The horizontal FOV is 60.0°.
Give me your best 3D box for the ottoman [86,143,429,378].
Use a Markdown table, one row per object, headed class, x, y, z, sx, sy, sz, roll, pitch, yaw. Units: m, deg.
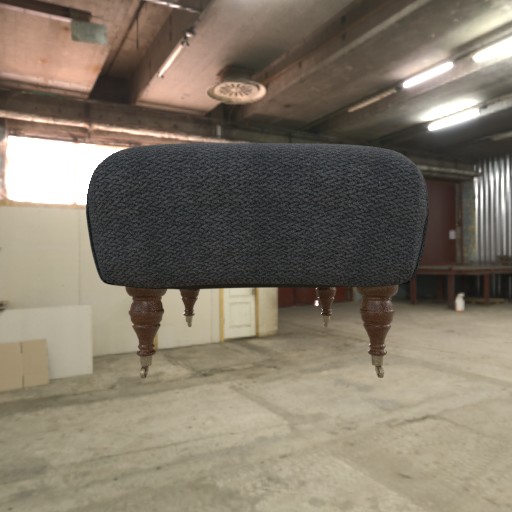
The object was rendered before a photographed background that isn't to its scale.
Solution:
| class | x | y | z | sx | sy | sz | roll | pitch | yaw |
| --- | --- | --- | --- | --- | --- | --- | --- | --- | --- |
| ottoman | 0.000 | 0.000 | 1.109 | 0.622 | 0.450 | 0.747 | 0 | 0 | -1 |
